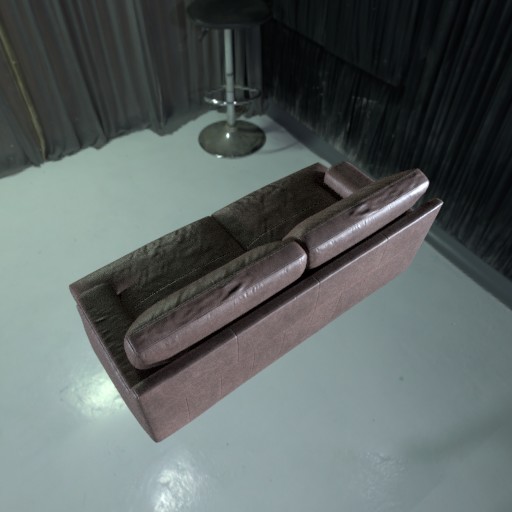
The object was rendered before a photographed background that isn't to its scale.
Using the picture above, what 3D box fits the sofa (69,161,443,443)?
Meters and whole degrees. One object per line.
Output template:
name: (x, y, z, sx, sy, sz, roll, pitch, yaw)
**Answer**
sofa: (0.000, 0.000, 2.907, 2.261, 0.941, 1.143, -30, 54, -24)
